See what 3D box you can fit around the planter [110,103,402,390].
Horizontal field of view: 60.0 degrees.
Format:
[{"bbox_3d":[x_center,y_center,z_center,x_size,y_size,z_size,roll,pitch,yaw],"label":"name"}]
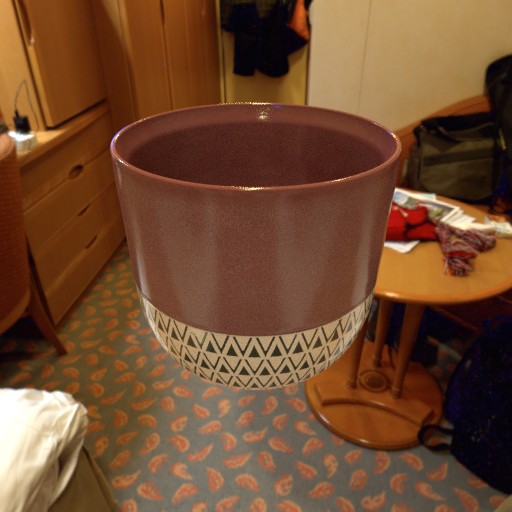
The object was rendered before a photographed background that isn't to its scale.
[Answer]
[{"bbox_3d":[0.000,0.000,0.488,0.266,0.270,0.266,0,31,0],"label":"planter"}]
